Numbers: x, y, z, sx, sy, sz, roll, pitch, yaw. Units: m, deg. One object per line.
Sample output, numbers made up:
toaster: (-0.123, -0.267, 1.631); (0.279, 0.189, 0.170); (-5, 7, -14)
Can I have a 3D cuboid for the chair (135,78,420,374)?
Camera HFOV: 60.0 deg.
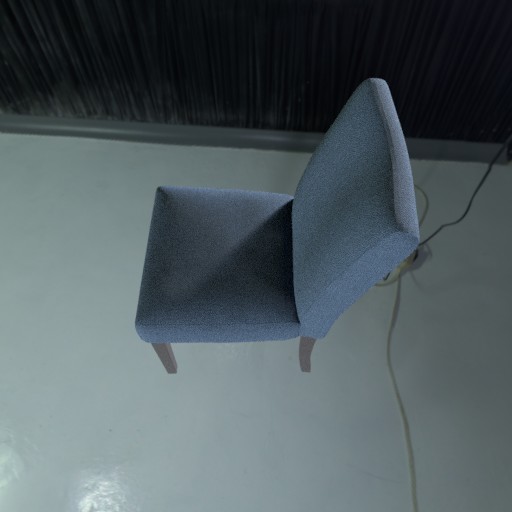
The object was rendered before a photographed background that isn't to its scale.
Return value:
chair: (0.000, 0.000, 1.269); (0.629, 0.882, 0.487); (1, 59, 0)
